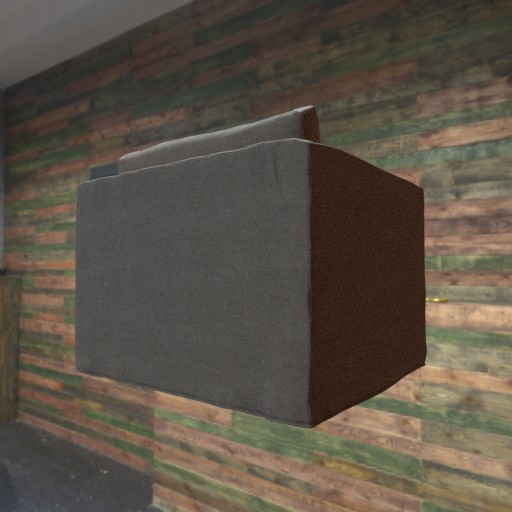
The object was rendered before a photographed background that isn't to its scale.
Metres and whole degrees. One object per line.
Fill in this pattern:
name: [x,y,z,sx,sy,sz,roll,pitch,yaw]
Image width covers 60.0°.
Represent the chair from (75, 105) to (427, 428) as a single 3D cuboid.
chair: [0.000,0.000,1.726,1.057,0.863,0.949,-1,-2,37]
